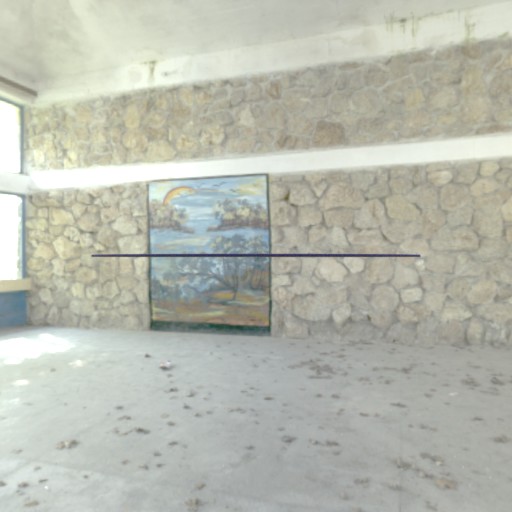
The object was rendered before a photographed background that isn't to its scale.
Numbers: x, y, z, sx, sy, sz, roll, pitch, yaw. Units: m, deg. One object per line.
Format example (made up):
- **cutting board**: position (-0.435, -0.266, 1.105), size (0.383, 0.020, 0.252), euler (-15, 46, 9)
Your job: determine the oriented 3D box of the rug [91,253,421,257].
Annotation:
- **rug**: position (0.000, 0.000, 3.424), size (2.386, 0.014, 2.386), euler (0, 0, 0)
